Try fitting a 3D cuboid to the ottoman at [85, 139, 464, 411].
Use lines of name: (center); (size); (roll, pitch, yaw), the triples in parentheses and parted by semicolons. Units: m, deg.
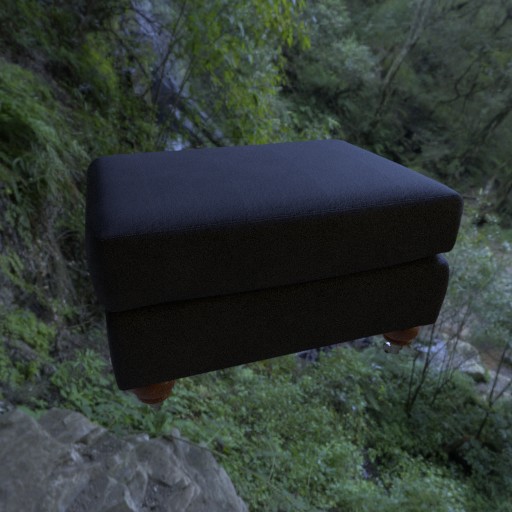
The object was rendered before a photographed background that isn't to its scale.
ottoman: (0.000, 0.000, 1.132); (0.773, 0.497, 0.574); (-8, 28, -16)
